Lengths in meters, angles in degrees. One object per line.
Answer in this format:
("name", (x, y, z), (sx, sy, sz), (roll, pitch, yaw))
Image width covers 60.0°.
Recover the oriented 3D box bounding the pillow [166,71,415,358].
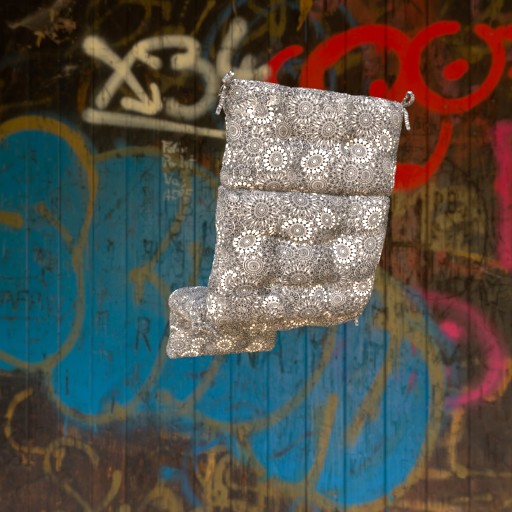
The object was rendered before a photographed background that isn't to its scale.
("pillow", (0.000, 0.000, 1.514), (0.526, 0.863, 1.016), (0, 0, -19))
